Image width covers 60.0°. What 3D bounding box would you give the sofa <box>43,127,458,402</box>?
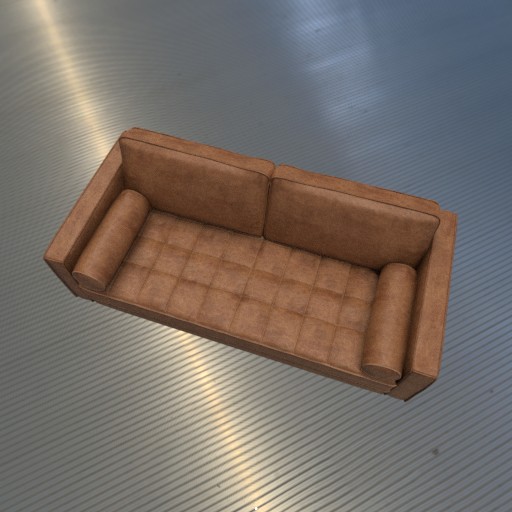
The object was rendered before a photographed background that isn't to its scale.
[{"bbox_3d":[0.000,0.000,2.380,1.920,0.825,0.924,16,62,9],"label":"sofa"}]
